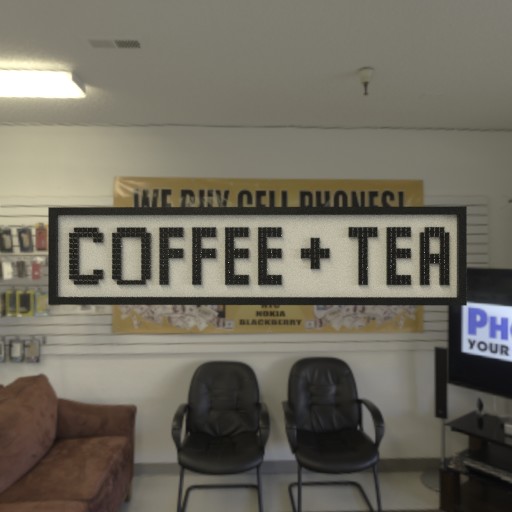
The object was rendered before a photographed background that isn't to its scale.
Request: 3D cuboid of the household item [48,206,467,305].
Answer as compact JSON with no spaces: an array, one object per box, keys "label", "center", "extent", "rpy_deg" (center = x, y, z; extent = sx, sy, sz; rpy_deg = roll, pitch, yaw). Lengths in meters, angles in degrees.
[{"label":"household item","center":[0.000,0.000,1.075],"extent":[1.001,0.236,0.030],"rpy_deg":[0,0,1]}]
